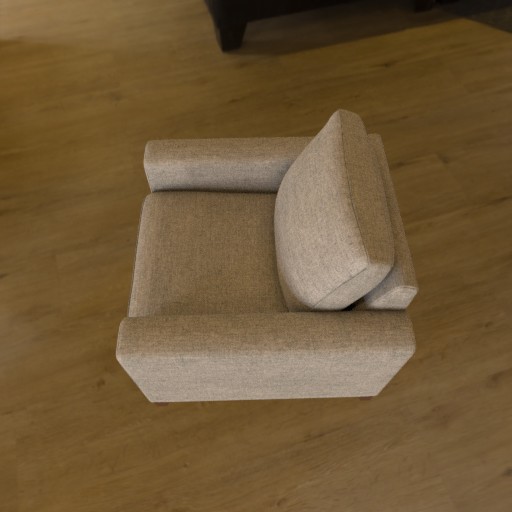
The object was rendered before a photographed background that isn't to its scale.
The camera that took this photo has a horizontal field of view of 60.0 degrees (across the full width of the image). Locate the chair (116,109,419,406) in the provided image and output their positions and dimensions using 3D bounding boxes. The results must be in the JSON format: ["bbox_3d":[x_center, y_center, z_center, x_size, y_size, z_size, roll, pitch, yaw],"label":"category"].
[{"bbox_3d":[0.000,0.000,1.886,1.038,1.010,1.024,-1,58,-1],"label":"chair"}]
